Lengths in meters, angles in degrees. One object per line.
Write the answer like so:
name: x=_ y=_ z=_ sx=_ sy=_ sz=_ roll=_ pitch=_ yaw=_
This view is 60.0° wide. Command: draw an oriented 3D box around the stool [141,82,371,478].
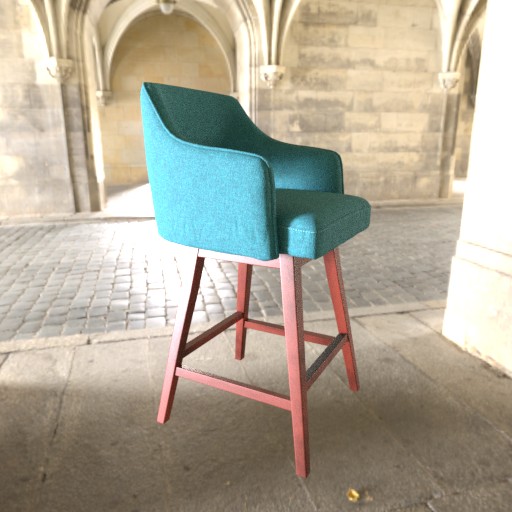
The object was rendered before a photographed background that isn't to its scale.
stool: x=0.000 y=0.000 z=1.300 sx=0.556 sy=0.961 sz=0.548 roll=8 pitch=16 yaw=28
